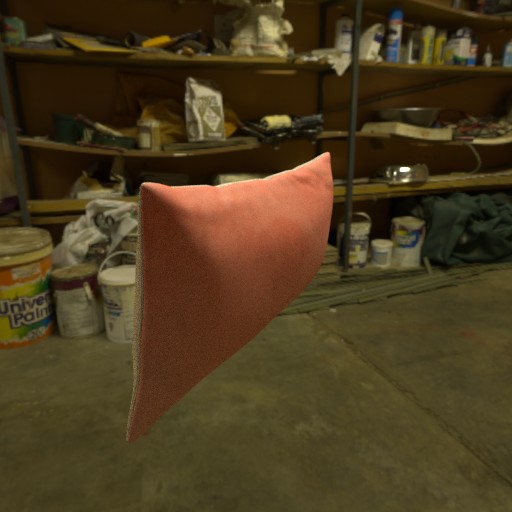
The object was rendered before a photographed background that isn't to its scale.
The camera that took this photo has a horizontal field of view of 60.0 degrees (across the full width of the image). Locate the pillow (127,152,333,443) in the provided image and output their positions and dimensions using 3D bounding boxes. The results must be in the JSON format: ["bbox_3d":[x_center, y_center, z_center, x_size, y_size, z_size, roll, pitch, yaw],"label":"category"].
[{"bbox_3d":[0.000,0.000,0.732,0.155,0.307,0.608,8,18,25],"label":"pillow"}]
